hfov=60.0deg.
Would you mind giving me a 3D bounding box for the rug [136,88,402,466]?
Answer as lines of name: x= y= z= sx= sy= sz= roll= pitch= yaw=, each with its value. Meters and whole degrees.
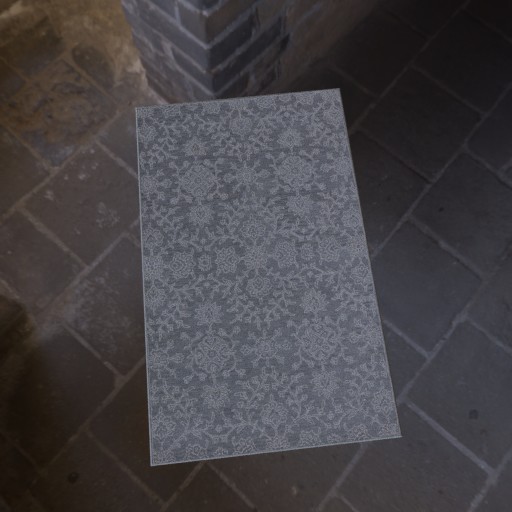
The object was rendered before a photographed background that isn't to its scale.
rug: x=0.000 y=0.000 z=2.961 sx=1.515 sy=0.010 sz=2.430 roll=-6 pitch=75 yaw=-2
